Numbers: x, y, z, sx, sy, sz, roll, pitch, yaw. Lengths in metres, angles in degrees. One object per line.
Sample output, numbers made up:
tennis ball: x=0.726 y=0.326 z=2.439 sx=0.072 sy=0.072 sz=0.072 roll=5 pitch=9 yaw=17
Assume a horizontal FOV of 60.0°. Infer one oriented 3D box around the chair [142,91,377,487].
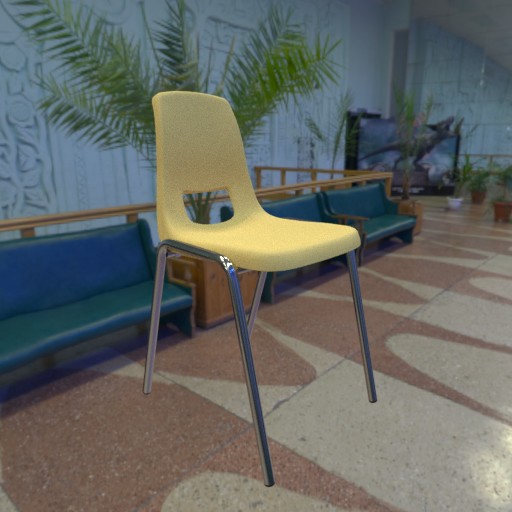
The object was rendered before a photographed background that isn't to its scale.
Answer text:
chair: x=0.000 y=0.000 z=0.968 sx=0.436 sy=0.704 sz=0.381 roll=14 pitch=20 yaw=42
